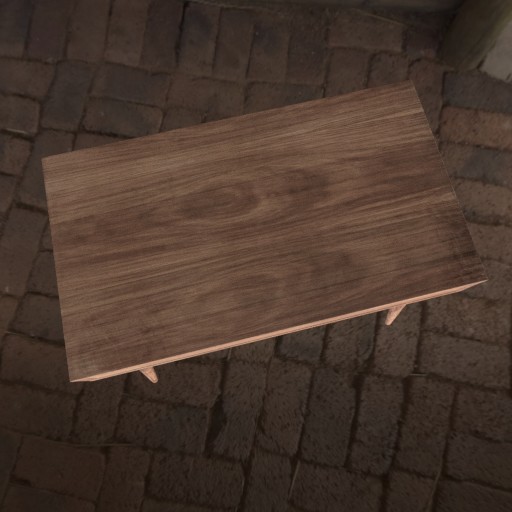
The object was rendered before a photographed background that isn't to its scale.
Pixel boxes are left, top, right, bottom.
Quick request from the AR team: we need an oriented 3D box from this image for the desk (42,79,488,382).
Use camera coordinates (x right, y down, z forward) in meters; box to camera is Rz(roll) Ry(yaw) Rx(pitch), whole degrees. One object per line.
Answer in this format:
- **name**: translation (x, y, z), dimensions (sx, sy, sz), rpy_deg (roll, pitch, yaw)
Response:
- **desk**: translation (0.000, 0.000, 1.410), dimensions (0.949, 0.758, 0.588), rpy_deg (-13, 75, -3)
